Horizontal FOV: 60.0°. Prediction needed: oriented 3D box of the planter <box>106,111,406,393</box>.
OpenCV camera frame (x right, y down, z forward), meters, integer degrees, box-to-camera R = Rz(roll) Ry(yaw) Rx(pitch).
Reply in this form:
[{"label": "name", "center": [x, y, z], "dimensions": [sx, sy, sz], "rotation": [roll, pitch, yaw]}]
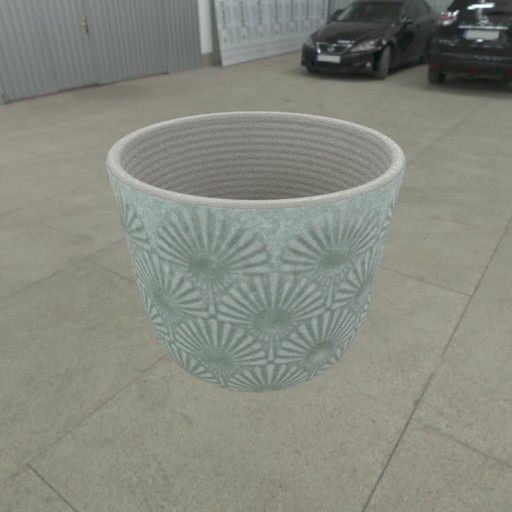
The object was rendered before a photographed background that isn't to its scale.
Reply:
[{"label": "planter", "center": [0.000, 0.000, 0.298], "dimensions": [0.170, 0.152, 0.170], "rotation": [0, 31, 0]}]
